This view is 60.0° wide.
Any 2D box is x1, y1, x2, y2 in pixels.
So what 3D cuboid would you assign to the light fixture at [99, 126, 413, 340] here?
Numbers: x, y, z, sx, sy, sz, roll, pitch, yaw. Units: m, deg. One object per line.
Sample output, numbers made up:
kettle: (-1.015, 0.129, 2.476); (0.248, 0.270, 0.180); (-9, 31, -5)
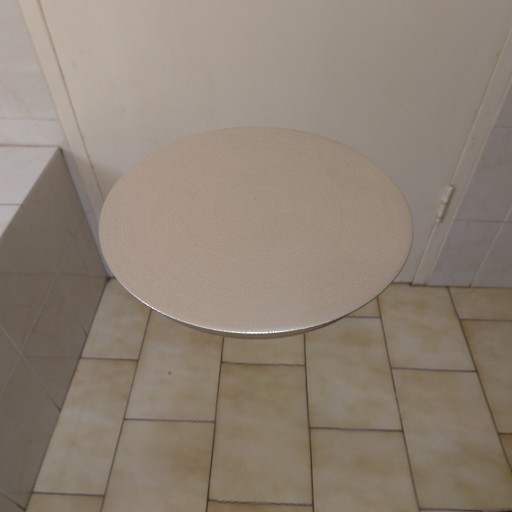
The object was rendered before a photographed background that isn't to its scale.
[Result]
light fixture: (0.000, 0.000, 0.453); (0.280, 0.135, 0.280); (0, 46, 0)
